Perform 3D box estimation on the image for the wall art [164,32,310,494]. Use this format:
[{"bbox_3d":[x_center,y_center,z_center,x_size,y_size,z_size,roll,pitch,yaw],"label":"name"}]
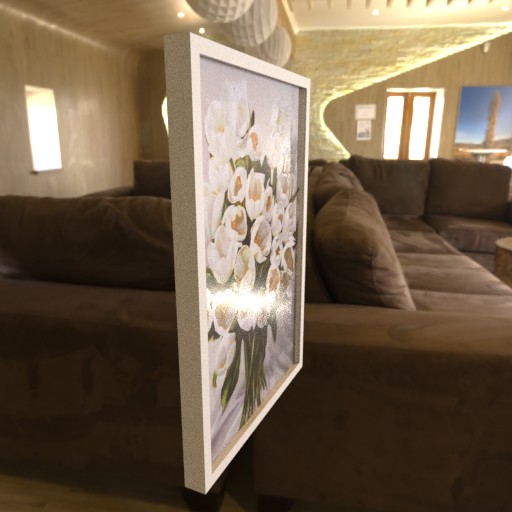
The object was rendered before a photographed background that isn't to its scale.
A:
[{"bbox_3d":[0.000,0.000,0.813,0.038,0.657,0.450,7,16,24],"label":"wall art"}]
